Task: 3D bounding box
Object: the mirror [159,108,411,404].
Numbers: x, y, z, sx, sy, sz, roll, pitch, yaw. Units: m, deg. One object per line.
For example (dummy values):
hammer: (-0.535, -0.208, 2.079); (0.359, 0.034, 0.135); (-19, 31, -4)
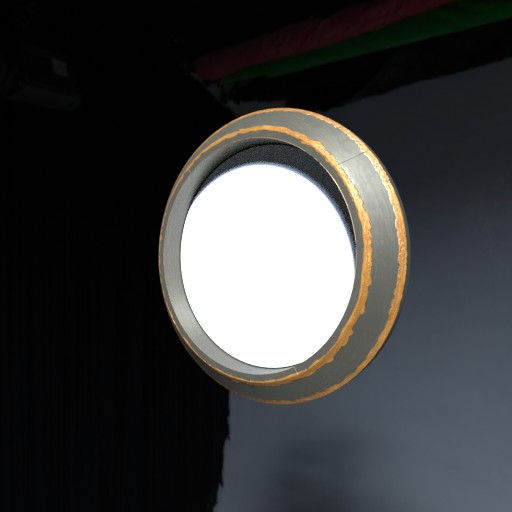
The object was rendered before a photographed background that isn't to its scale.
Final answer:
mirror: (0.000, 0.000, 1.366); (0.907, 0.907, 0.111); (0, 0, 35)
